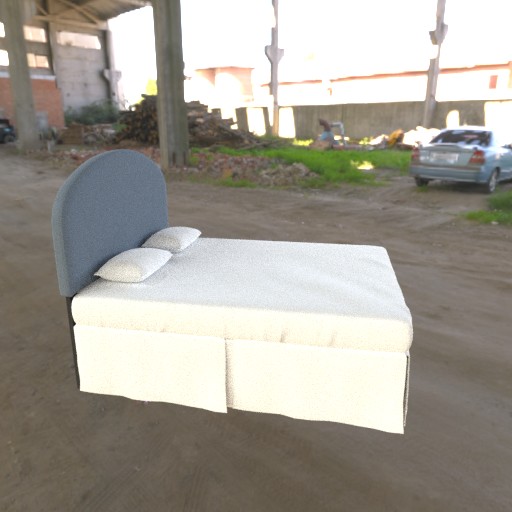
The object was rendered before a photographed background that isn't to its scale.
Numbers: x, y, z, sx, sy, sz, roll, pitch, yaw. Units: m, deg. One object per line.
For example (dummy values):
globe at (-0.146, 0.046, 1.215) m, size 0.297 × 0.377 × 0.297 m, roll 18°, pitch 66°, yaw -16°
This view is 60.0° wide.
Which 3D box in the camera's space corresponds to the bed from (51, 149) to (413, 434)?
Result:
bed at (0.000, 0.000, 3.056) m, size 2.005 × 1.410 × 1.607 m, roll 3°, pitch 17°, yaw 10°
